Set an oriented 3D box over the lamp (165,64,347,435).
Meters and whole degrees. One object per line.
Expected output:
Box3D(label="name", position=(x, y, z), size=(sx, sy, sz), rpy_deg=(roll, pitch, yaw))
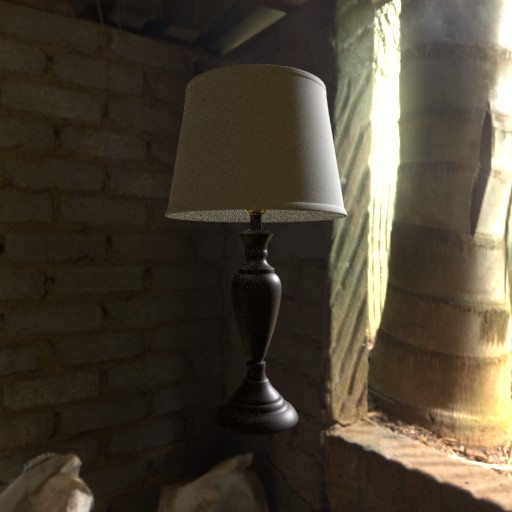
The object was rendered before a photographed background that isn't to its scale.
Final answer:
Box3D(label="lamp", position=(0.000, 0.000, 0.832), size=(0.335, 0.611, 0.335), rpy_deg=(0, 1, 0))
